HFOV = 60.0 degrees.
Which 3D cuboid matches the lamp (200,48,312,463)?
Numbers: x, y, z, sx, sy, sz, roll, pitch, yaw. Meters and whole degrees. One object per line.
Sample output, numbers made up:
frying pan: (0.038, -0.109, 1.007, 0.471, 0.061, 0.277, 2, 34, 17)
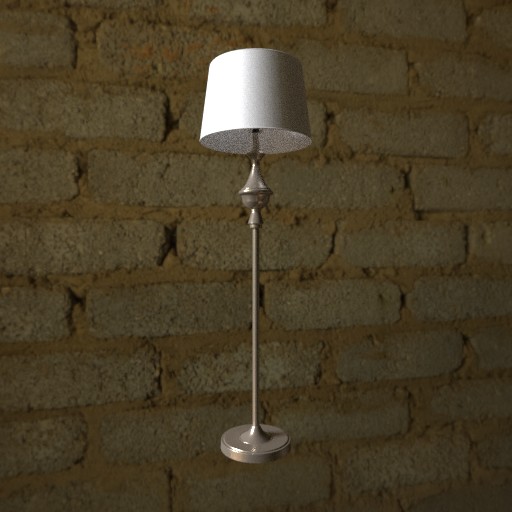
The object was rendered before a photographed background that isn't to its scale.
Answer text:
lamp: (0.000, 0.000, 1.715, 0.431, 1.488, 0.431, 0, 1, 0)
